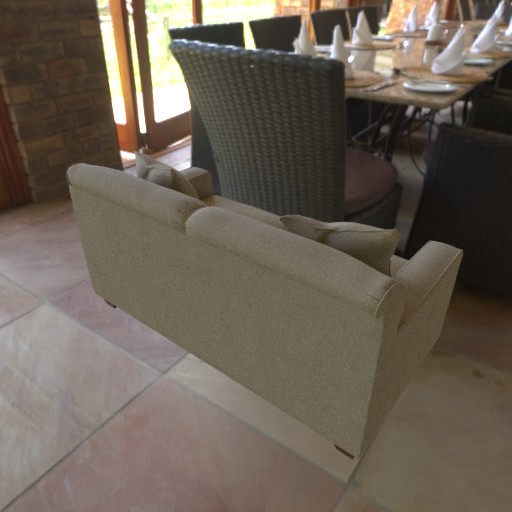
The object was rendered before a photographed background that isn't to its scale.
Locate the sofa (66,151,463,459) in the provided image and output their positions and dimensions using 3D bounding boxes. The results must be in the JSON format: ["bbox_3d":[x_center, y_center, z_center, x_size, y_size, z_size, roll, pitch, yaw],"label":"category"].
[{"bbox_3d":[0.000,0.000,2.396,1.846,0.958,0.998,23,38,32],"label":"sofa"}]
